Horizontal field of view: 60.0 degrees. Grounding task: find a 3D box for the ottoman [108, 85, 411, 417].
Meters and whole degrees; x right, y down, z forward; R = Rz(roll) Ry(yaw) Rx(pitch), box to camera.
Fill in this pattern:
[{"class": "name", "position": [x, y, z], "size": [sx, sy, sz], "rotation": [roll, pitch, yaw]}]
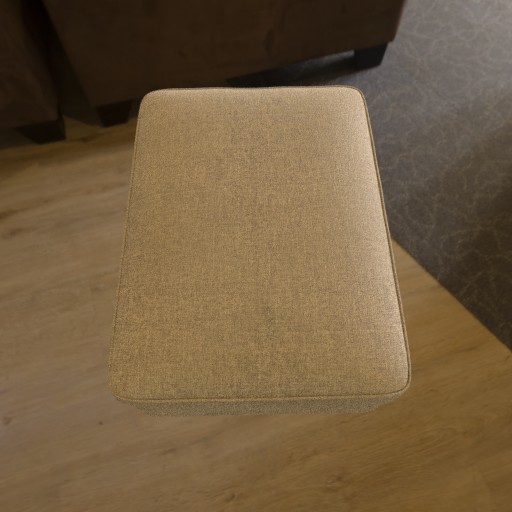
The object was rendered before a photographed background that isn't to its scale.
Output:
[{"class": "ottoman", "position": [0.000, 0.000, 1.298], "size": [0.661, 0.561, 0.889], "rotation": [-1, 64, -1]}]
